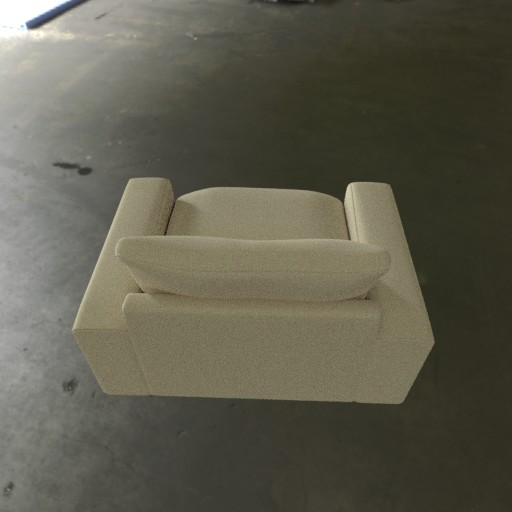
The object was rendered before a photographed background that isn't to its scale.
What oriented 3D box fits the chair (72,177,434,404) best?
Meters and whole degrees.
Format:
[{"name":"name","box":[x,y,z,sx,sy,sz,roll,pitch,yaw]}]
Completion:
[{"name":"chair","box":[0.000,0.000,2.116,1.398,0.915,1.039,1,46,1]}]
